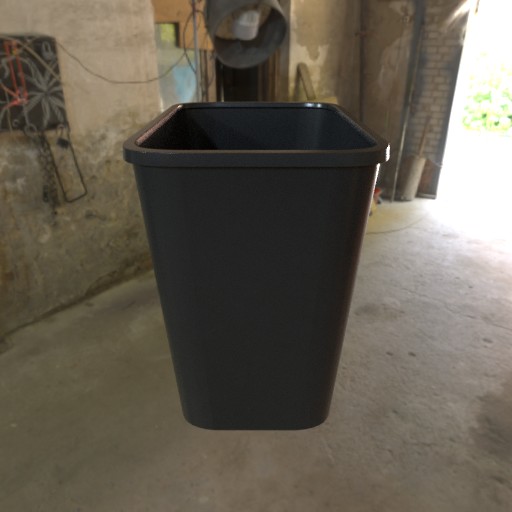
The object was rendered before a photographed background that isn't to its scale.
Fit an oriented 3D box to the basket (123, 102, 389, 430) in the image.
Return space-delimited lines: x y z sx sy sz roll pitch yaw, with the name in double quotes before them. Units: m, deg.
"basket" 0.000 0.000 0.516 0.211 0.307 0.300 0 26 0
